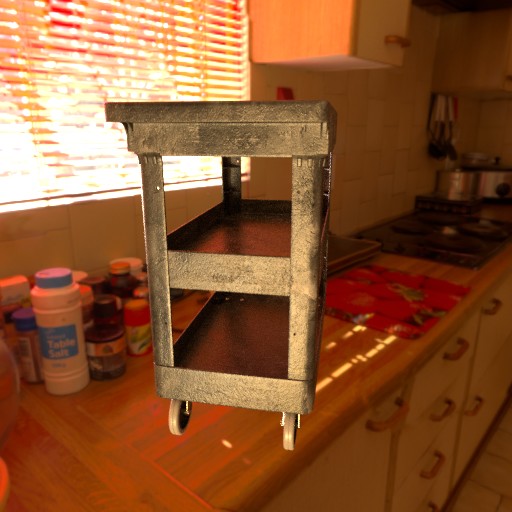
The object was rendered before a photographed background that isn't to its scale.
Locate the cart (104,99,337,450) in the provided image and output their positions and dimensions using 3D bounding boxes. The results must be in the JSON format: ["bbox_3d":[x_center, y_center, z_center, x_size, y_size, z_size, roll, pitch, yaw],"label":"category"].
[{"bbox_3d":[0.000,0.000,1.308,0.420,0.824,0.877,3,17,11],"label":"cart"}]
